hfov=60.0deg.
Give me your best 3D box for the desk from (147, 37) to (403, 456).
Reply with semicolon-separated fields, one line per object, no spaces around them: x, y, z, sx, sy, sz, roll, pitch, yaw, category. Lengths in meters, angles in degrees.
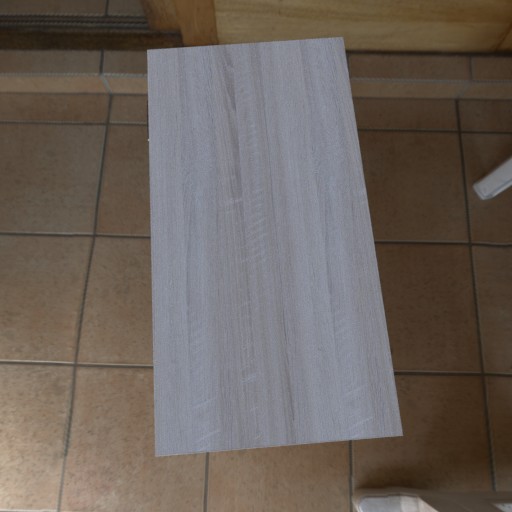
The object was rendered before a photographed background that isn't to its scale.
0.000;0.000;1.515;0.600;0.731;1.100;-4;76;-1;desk
